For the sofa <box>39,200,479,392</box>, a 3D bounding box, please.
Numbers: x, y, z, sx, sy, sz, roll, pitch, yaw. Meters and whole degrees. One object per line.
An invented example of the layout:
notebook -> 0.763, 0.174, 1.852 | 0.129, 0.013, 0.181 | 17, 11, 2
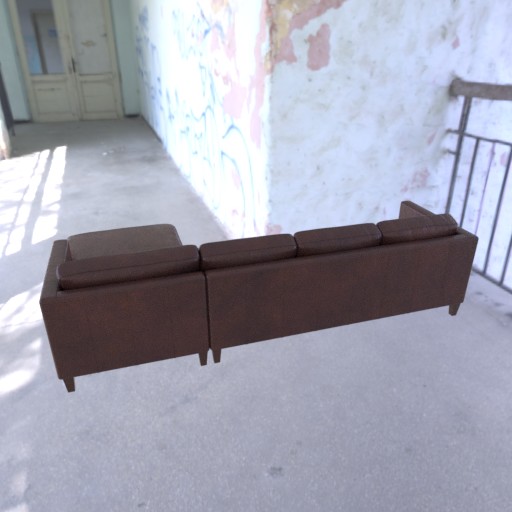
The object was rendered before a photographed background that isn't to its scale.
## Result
sofa -> 0.000, 0.000, 3.860 | 3.203, 0.883, 1.581 | -8, 27, -16
